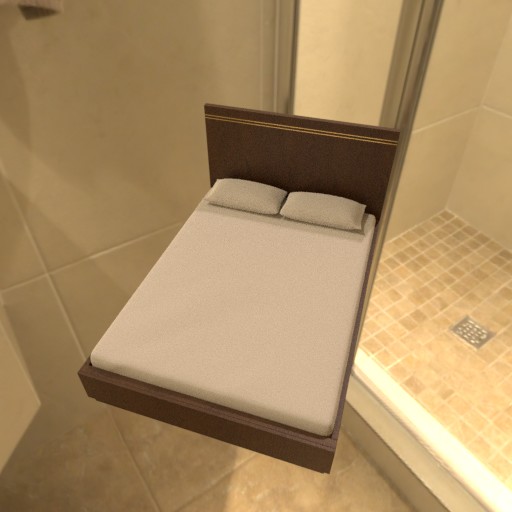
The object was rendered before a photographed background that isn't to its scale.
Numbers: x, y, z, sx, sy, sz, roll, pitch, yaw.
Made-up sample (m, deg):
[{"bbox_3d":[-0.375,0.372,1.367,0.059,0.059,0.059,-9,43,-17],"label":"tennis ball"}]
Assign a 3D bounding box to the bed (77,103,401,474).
[{"bbox_3d":[0.000,0.000,3.184,1.613,1.169,2.221,12,43,13],"label":"bed"}]
